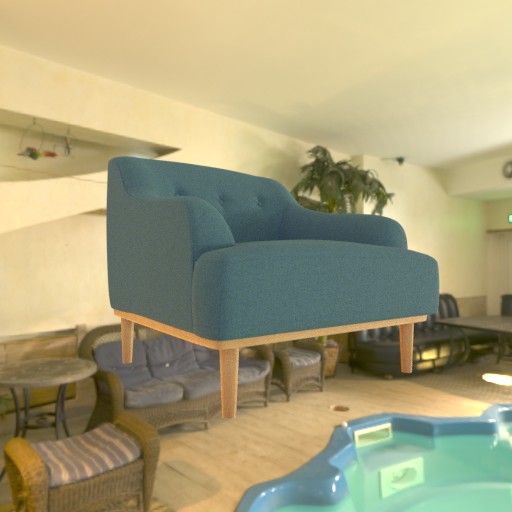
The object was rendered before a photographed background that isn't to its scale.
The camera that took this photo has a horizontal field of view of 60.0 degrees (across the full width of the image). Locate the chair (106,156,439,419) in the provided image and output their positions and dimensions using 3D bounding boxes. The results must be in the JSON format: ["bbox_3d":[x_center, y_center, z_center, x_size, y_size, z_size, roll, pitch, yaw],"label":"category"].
[{"bbox_3d":[0.000,0.000,1.647,0.946,0.818,0.951,1,-1,-37],"label":"chair"}]
